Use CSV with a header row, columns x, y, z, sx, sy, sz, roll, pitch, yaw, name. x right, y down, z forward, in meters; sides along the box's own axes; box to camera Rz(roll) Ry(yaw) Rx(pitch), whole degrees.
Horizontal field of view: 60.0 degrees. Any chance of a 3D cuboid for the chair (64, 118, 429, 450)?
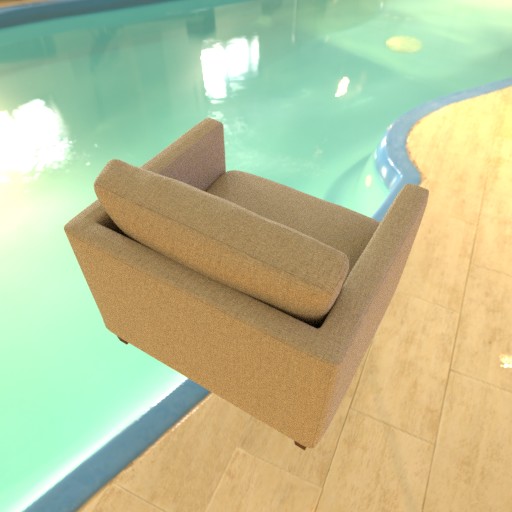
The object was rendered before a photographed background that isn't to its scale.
x,y,z,sx,sy,sz,roll,pitch,yaw,name
0.000,0.000,1.875,1.107,0.961,0.959,24,51,21,chair
